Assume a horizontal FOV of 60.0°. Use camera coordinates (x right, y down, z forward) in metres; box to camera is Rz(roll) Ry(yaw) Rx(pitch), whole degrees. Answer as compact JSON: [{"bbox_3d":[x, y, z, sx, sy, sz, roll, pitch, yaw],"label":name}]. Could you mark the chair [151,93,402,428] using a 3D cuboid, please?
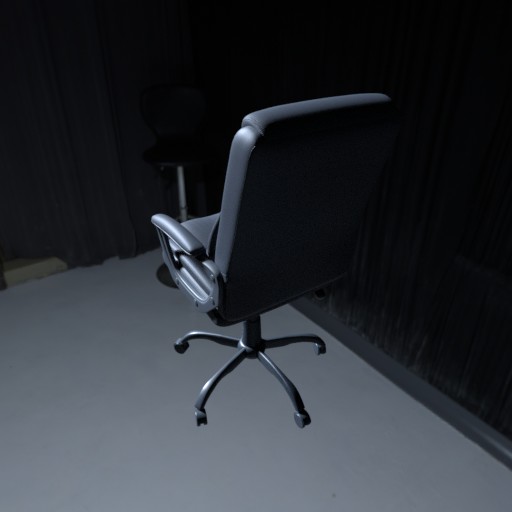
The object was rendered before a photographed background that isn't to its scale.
[{"bbox_3d":[0.000,0.000,1.458,0.615,1.072,0.655,-19,35,-29],"label":"chair"}]
